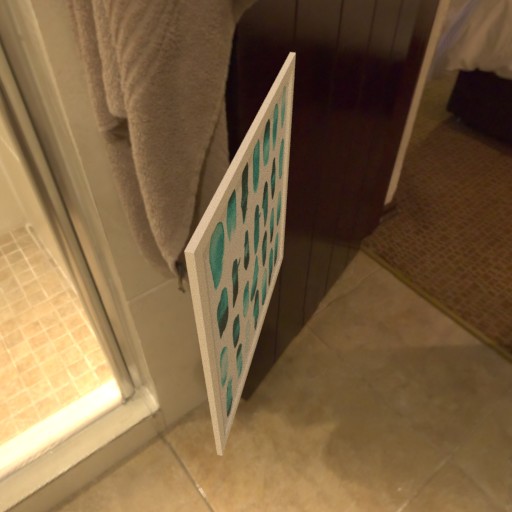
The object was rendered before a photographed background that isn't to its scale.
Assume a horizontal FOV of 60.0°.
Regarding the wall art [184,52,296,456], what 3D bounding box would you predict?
[{"bbox_3d":[0.000,0.000,0.699,0.009,0.457,0.456,11,46,10],"label":"wall art"}]
